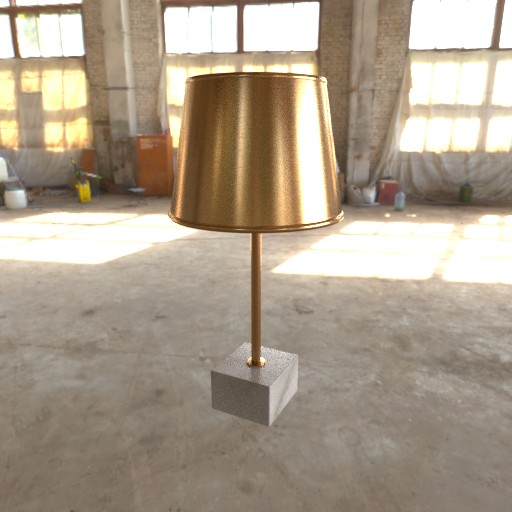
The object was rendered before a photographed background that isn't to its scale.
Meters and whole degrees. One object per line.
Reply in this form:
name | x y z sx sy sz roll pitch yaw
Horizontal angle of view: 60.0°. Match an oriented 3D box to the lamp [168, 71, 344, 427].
lamp | 0.000 0.000 0.549 0.208 0.406 0.208 0 16 0
